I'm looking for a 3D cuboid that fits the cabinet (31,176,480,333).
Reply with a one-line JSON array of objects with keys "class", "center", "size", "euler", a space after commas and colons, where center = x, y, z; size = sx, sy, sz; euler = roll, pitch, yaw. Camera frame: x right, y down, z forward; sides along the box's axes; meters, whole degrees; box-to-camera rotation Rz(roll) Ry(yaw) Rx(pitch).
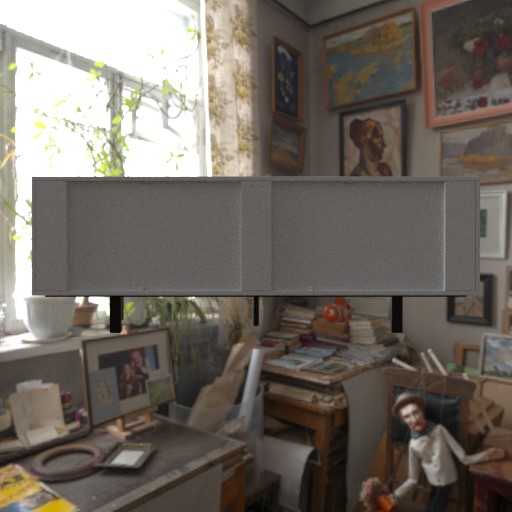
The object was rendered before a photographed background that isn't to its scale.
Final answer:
[{"class": "cabinet", "center": [0.000, 0.000, 1.696], "size": [1.499, 0.533, 0.431], "euler": [0, 0, 0]}]
